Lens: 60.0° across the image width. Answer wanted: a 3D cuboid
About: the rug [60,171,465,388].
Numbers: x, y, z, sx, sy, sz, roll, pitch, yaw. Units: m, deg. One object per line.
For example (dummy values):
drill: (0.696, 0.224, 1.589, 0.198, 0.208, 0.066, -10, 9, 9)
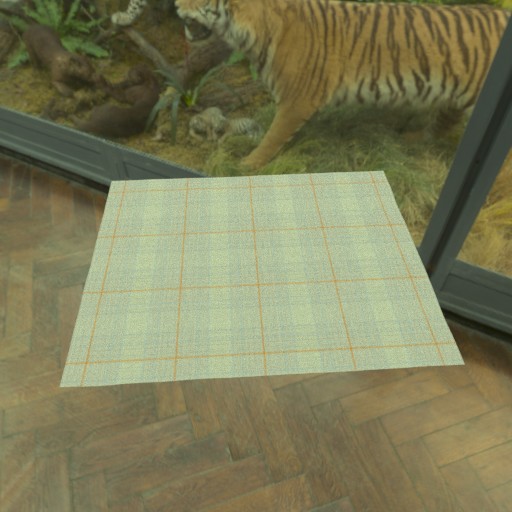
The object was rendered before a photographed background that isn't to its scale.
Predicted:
rug: (0.000, 0.000, 4.140, 3.051, 0.021, 2.448, -3, 48, -2)
